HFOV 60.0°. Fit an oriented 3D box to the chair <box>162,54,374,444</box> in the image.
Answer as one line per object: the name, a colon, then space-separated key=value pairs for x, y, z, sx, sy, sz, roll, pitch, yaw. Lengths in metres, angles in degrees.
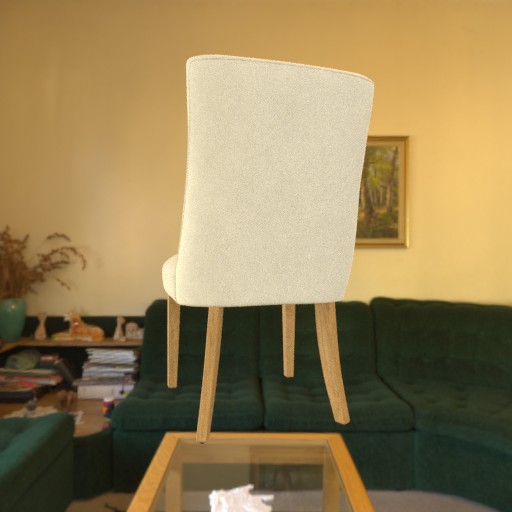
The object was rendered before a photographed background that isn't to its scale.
chair: x=0.000 y=0.000 z=1.292 sx=0.495 sy=0.902 sz=0.610 roll=0 pitch=1 yaw=-17
